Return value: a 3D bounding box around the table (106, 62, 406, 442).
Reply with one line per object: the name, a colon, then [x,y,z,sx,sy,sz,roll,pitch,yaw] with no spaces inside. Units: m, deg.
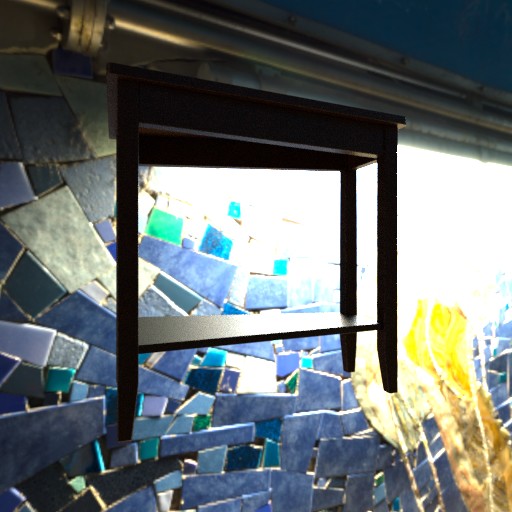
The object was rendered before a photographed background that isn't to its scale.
table: [0.000,0.000,0.954,0.605,0.589,0.399,0,0,-18]
